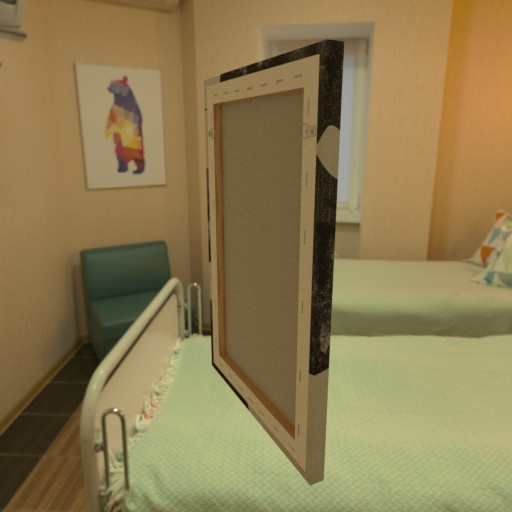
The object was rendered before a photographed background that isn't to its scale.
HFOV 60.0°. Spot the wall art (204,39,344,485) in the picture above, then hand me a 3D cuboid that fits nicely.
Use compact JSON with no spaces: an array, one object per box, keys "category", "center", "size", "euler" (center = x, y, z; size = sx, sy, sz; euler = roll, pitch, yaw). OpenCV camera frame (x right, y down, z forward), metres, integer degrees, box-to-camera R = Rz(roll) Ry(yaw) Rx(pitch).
[{"category":"wall art","center":[0.000,0.000,1.144],"size":[0.041,0.915,0.610],"euler":[-7,17,-26]}]
